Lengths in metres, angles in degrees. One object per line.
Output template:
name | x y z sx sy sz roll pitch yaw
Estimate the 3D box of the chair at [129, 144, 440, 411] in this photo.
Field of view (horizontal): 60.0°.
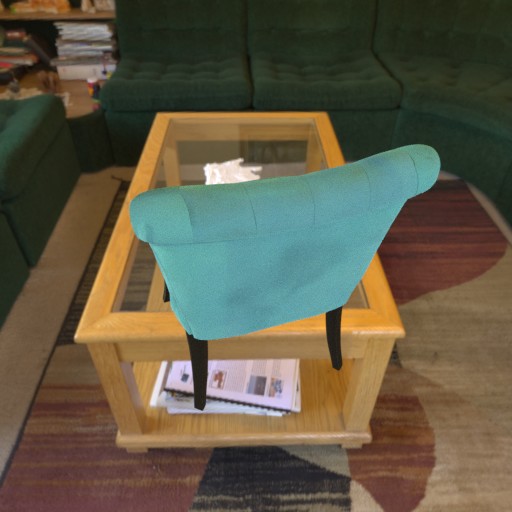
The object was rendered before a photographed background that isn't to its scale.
chair | 0.000 0.000 1.170 0.582 0.750 0.605 -12 42 -14
